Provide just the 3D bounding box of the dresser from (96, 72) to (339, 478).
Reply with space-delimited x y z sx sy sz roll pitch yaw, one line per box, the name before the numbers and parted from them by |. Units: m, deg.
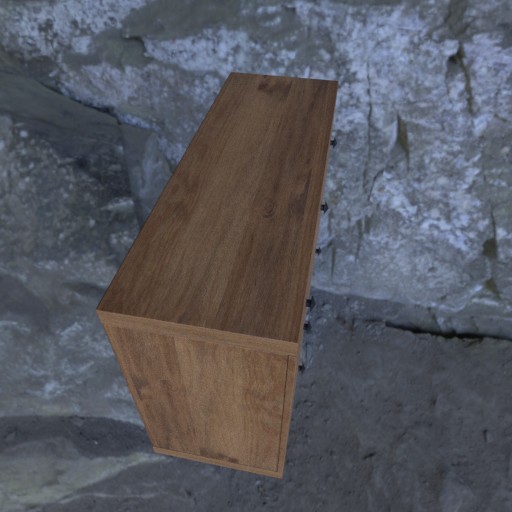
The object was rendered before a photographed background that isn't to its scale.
dresser | 0.000 0.000 1.657 0.479 0.825 1.261 8 46 8
